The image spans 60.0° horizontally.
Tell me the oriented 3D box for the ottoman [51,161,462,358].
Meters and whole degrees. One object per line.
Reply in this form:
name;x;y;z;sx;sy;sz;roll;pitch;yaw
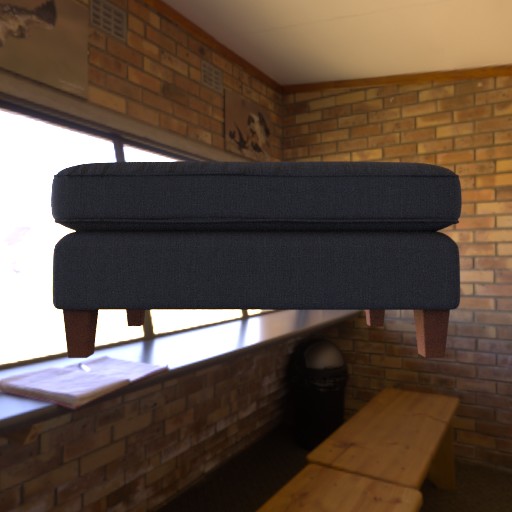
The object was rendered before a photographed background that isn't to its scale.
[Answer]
ottoman;0.000;0.000;1.192;0.885;0.438;0.570;0;-1;0
